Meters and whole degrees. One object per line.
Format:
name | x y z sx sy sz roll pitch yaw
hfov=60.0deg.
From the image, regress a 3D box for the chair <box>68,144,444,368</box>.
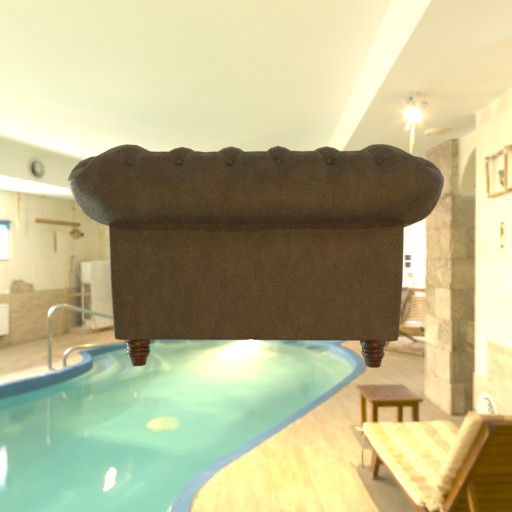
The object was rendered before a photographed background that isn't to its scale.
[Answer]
chair | 0.000 0.000 1.875 1.298 0.780 0.943 0 0 1
